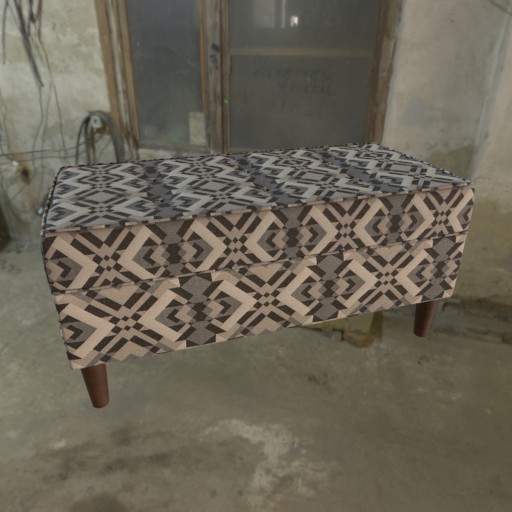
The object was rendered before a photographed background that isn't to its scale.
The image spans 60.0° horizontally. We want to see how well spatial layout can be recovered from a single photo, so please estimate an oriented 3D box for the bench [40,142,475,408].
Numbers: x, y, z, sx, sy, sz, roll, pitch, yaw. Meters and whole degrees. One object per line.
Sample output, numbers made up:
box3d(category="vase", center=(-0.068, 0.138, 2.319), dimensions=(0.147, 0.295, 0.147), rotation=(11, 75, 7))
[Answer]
box3d(category="bench", center=(0.000, 0.000, 1.254), dimensions=(1.016, 0.477, 0.492), rotation=(-8, 28, -16))
